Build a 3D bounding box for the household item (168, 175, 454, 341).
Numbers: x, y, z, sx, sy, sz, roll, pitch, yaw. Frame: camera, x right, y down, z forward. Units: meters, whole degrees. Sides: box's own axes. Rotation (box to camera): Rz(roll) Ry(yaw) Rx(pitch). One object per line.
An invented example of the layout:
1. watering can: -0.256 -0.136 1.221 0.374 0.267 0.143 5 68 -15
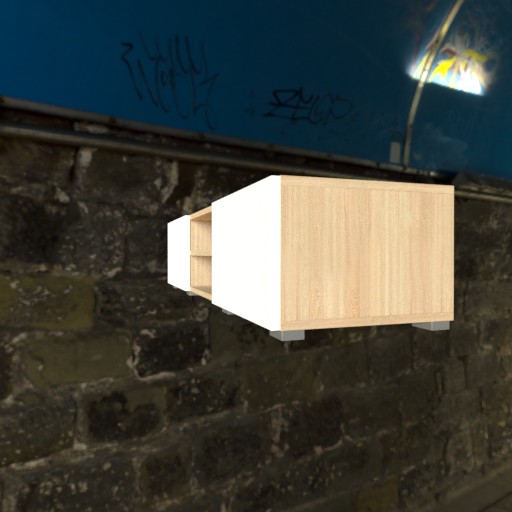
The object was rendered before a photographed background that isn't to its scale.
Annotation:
1. household item: 0.000 0.000 1.547 0.420 0.310 1.400 0 0 -19
